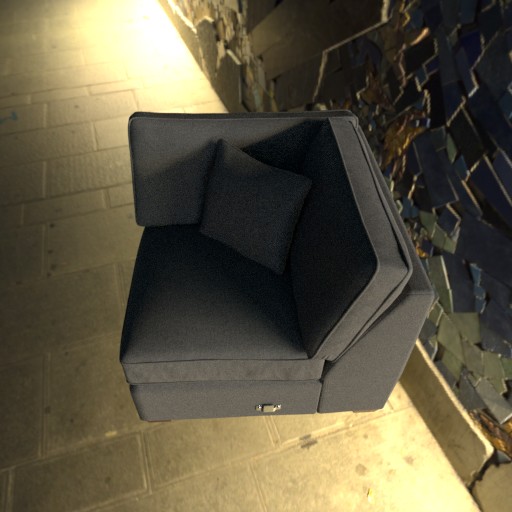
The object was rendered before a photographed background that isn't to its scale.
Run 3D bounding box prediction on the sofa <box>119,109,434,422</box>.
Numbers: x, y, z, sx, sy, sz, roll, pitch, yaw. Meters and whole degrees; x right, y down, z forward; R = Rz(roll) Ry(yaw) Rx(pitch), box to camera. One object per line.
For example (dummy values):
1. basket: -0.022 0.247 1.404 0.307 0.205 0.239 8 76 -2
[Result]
1. sofa: 0.000 0.000 1.961 1.084 1.002 1.146 -2 45 -2
